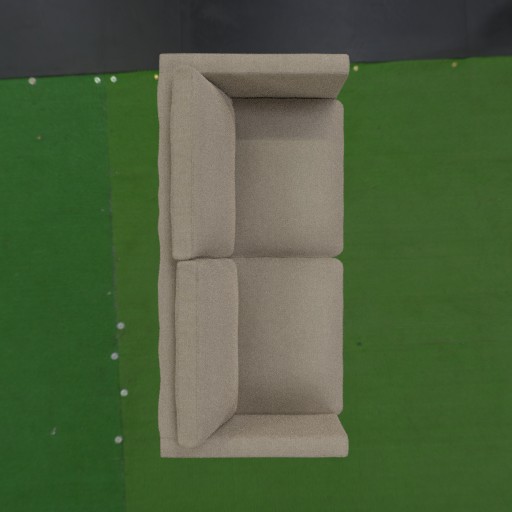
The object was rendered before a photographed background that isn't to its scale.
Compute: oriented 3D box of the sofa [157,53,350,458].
[{"bbox_3d":[0.000,0.000,2.423,0.956,0.847,1.987,0,91,0],"label":"sofa"}]
